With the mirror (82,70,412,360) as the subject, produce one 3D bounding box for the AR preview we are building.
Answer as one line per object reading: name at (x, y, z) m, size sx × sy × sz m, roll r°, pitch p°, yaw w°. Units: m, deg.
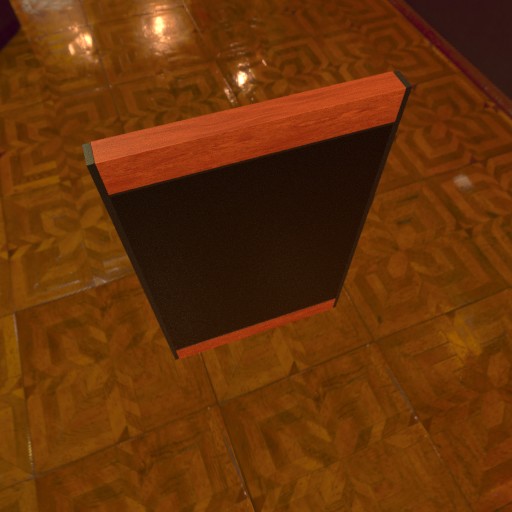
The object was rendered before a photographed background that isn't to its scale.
mirror at (0.000, 0.000, 1.032) m, size 0.525 × 0.823 × 0.047 m, roll -17°, pitch 59°, yaw -10°
